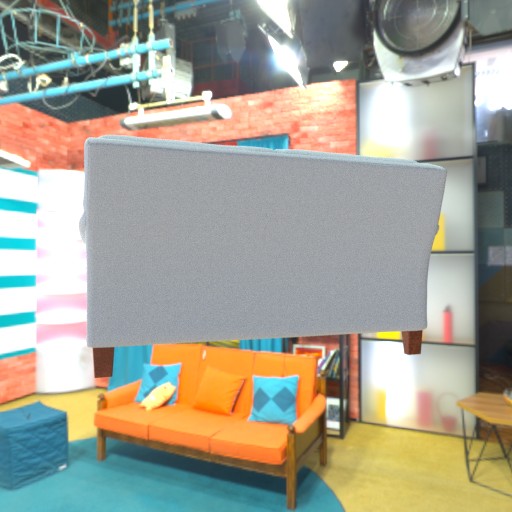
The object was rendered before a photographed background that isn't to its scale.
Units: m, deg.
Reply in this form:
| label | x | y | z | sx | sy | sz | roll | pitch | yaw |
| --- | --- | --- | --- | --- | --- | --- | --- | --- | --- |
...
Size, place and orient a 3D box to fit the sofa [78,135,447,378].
| label | x | y | z | sx | sy | sz | roll | pitch | yaw |
| --- | --- | --- | --- | --- | --- | --- | --- | --- | --- |
| sofa | 0.000 | 0.000 | 2.543 | 1.853 | 1.101 | 1.084 | 0 | -1 | -18 |
